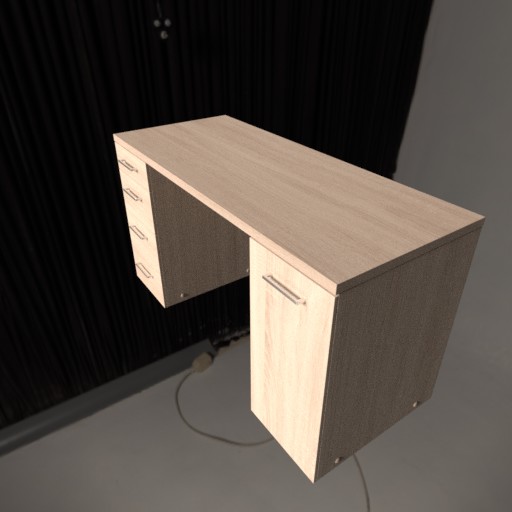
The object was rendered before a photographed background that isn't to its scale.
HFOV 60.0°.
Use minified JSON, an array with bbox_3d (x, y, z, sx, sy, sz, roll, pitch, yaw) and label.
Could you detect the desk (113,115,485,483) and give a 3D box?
[{"bbox_3d":[0.000,0.000,1.770,0.600,0.740,1.390,-20,37,-29],"label":"desk"}]
